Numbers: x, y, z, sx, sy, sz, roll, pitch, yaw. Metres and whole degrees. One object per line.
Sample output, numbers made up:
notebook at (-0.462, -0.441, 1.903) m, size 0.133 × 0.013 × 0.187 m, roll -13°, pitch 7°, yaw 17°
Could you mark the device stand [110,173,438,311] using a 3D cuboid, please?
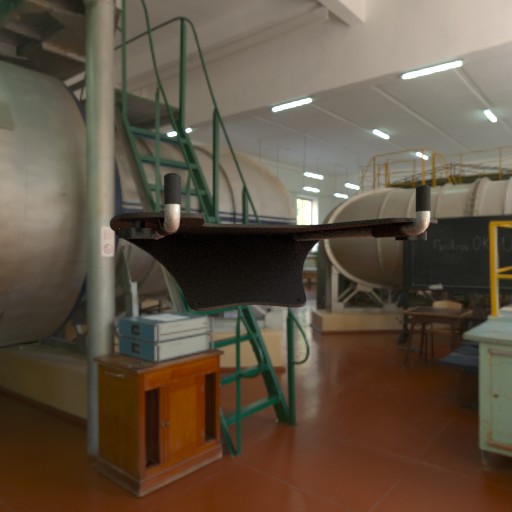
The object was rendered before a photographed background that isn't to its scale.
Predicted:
device stand at (0.000, 0.000, 0.365) m, size 0.230 × 0.092 × 0.230 m, roll 0°, pitch 1°, yaw -16°
